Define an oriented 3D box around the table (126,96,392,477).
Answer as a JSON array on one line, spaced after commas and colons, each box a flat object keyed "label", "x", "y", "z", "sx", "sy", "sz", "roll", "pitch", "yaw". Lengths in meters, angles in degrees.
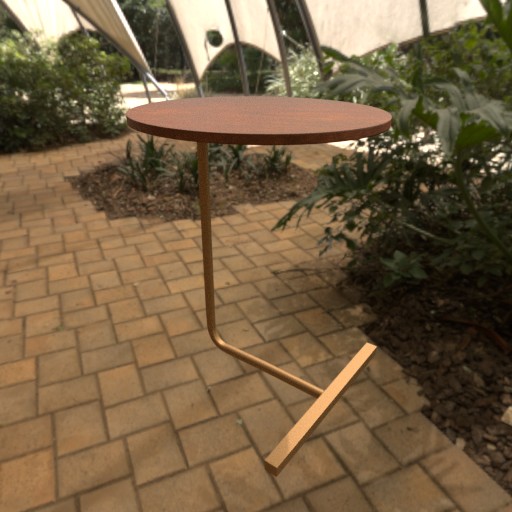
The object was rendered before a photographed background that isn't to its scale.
[{"label": "table", "x": 0.000, "y": 0.000, "z": 1.121, "sx": 0.577, "sy": 0.706, "sz": 0.530, "roll": 18, "pitch": 31, "yaw": 33}]
